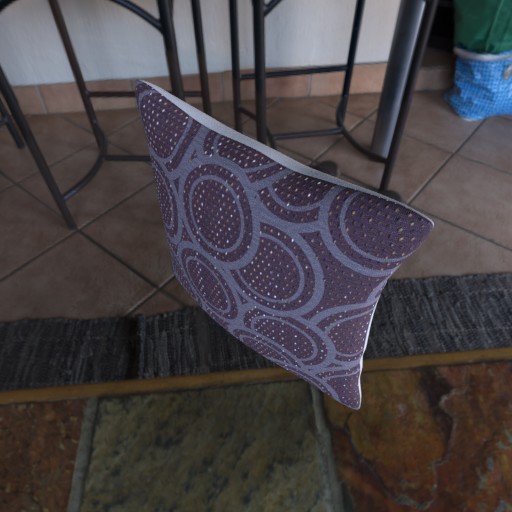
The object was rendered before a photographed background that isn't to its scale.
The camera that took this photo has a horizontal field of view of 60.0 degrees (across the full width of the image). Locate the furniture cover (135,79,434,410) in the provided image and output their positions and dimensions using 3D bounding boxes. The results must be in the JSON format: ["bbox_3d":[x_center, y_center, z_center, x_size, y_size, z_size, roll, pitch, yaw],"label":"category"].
[{"bbox_3d":[0.000,0.000,0.822,0.552,0.509,0.193,33,55,27],"label":"furniture cover"}]
